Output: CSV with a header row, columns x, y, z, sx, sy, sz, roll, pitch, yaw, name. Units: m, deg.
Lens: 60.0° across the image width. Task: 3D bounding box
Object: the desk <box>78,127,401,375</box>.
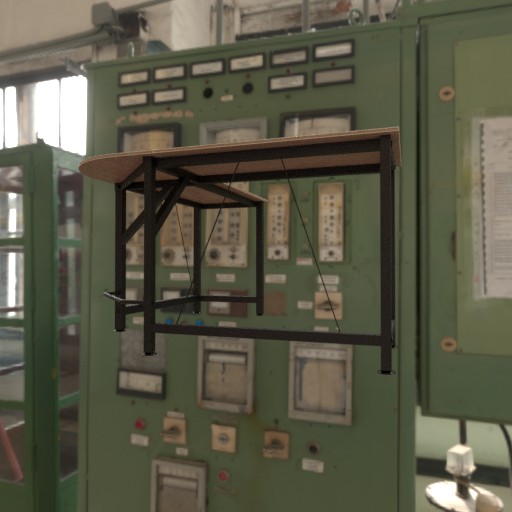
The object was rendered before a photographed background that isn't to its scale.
x,y,z,sx,sy,sz,roll,pitch,yaw,name
0.000,0.000,2.232,1.400,0.762,1.400,0,-1,19,desk
